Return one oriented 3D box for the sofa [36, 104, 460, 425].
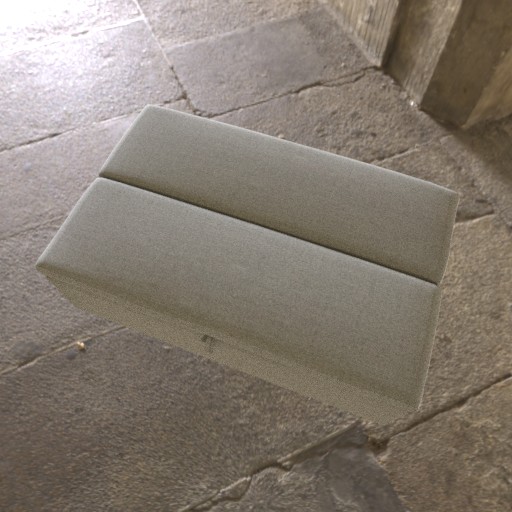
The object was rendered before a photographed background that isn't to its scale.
[{"bbox_3d":[0.000,0.000,1.635,1.250,0.434,0.817,18,63,10],"label":"sofa"}]
